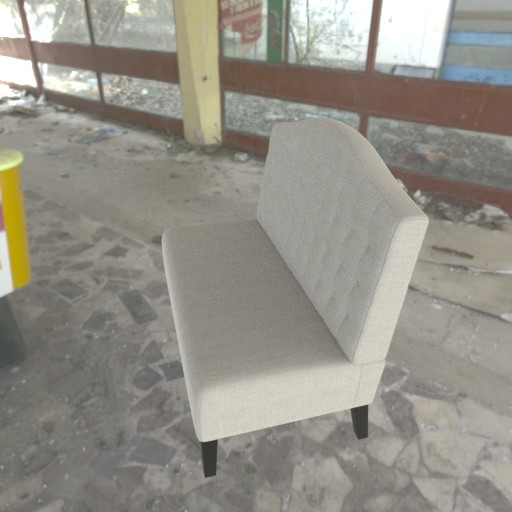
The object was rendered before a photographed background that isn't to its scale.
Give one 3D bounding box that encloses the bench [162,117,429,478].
[{"bbox_3d":[0.000,0.000,2.079,0.815,1.180,1.335,-8,31,-13],"label":"bench"}]
